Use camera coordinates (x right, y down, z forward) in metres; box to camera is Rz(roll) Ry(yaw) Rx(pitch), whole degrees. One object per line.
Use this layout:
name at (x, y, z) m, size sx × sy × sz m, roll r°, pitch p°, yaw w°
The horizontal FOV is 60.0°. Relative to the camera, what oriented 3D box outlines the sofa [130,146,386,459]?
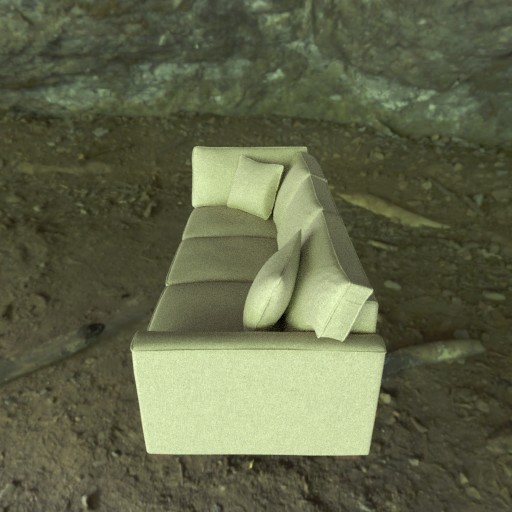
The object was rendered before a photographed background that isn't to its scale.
sofa at (0.000, 0.000, 2.822) m, size 1.053 × 0.948 × 2.323 m, roll 0°, pitch 26°, yaw 1°
